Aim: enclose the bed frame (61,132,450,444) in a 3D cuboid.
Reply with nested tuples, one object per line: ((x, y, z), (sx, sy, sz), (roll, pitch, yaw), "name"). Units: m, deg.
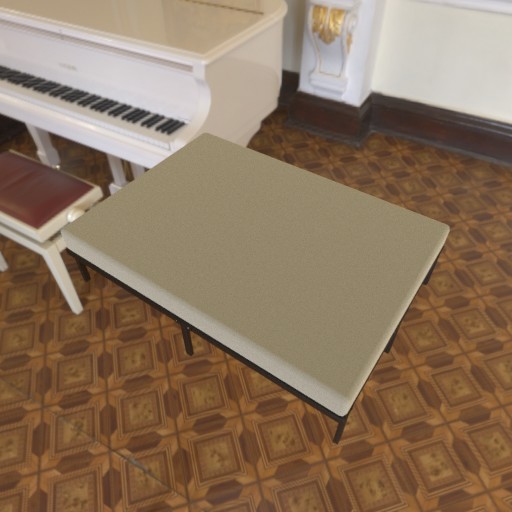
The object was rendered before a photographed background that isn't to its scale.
((0.000, 0.000, 3.859), (2.842, 0.680, 2.205), (33, 54, 28), "bed frame")
